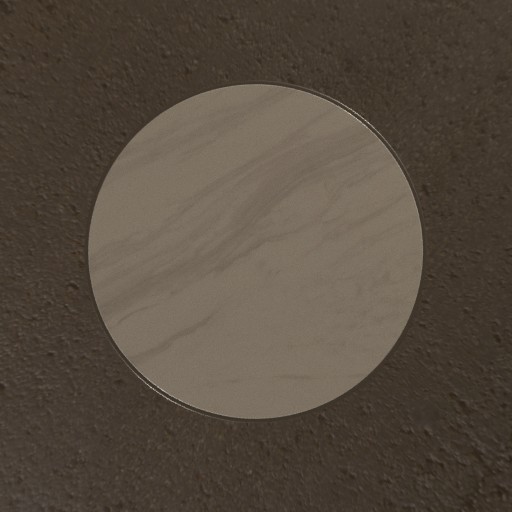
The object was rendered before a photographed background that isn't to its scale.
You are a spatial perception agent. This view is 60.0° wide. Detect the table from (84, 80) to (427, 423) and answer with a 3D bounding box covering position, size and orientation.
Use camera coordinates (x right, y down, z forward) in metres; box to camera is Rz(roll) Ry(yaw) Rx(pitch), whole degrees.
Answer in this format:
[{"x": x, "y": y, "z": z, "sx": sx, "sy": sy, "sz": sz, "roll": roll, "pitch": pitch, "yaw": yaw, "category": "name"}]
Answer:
[{"x": 0.000, "y": 0.000, "z": 0.813, "sx": 0.445, "sy": 0.479, "sz": 0.445, "roll": 0, "pitch": 88, "yaw": 0, "category": "table"}]
